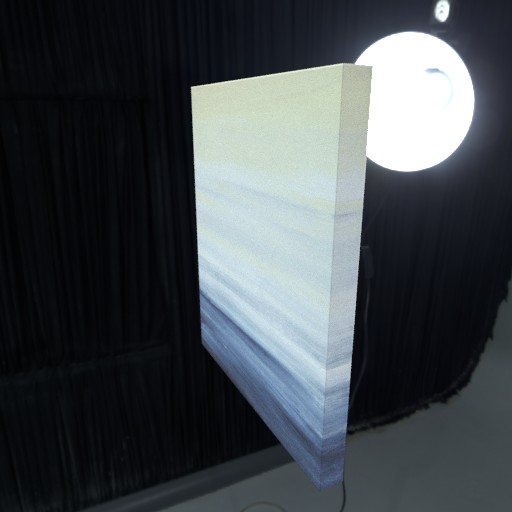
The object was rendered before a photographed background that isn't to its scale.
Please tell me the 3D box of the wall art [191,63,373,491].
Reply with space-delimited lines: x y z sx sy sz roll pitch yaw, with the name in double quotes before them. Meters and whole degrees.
"wall art" 0.000 0.000 0.688 0.037 0.511 0.435 -9 20 -26
